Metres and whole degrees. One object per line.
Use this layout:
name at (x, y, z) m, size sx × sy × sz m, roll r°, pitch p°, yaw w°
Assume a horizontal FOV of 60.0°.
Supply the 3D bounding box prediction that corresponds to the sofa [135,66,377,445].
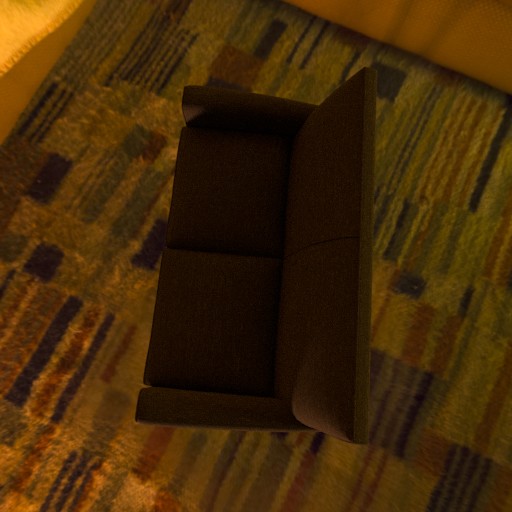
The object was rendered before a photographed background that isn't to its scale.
sofa at (0.000, 0.000, 2.056) m, size 0.867 × 0.905 × 1.509 m, roll 5°, pitch 76°, yaw 1°
